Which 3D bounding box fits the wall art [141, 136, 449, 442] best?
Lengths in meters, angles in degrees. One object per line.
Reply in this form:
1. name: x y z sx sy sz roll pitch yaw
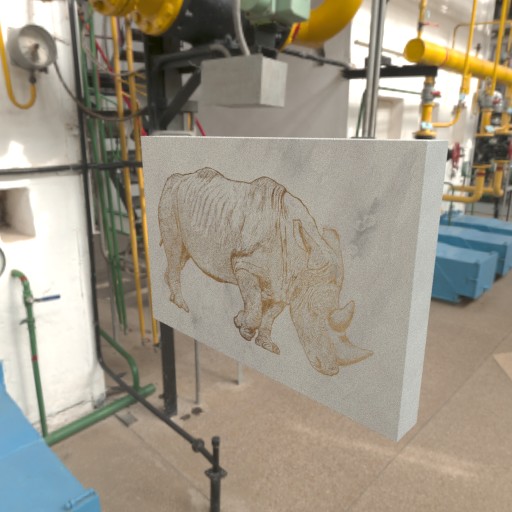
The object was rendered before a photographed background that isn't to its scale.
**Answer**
1. wall art: 0.000 0.000 0.492 0.381 0.254 0.038 15 22 42
